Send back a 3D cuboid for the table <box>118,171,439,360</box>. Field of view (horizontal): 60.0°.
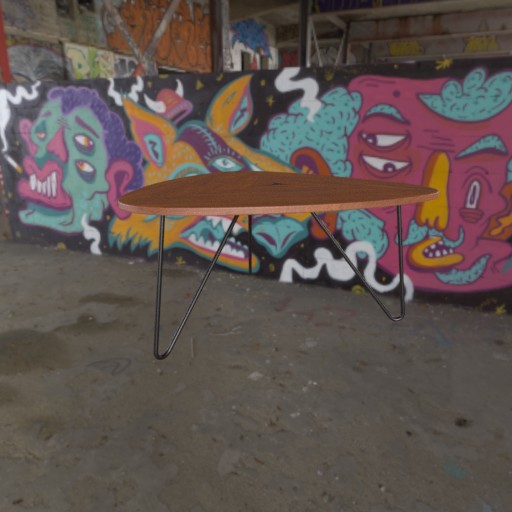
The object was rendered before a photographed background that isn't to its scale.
[{"bbox_3d":[0.000,0.000,1.326,0.833,0.413,0.821,15,22,42],"label":"table"}]
